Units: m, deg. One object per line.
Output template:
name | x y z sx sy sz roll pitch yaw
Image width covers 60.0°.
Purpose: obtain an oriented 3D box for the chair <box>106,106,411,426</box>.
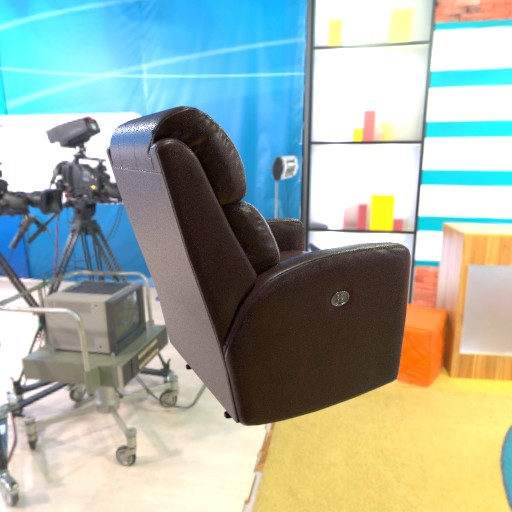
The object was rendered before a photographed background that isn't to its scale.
chair | 0.000 0.000 1.700 0.939 1.016 0.787 -7 15 -27
